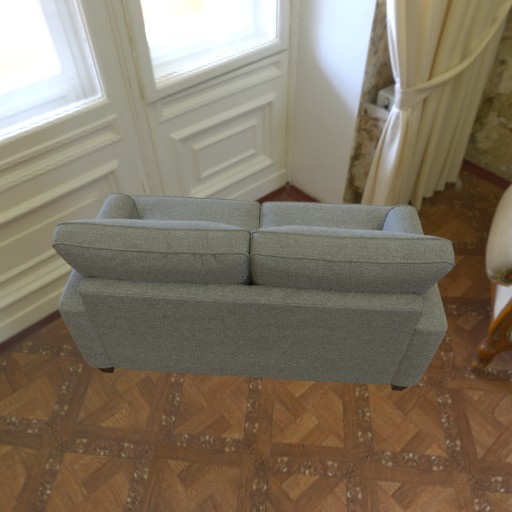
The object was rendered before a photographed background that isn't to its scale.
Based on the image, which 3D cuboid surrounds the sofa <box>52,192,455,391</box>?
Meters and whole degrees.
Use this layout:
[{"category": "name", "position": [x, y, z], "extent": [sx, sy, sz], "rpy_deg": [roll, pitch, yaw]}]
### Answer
[{"category": "sofa", "position": [0.000, 0.000, 2.221], "extent": [1.651, 0.965, 0.965], "rpy_deg": [3, 47, 3]}]
